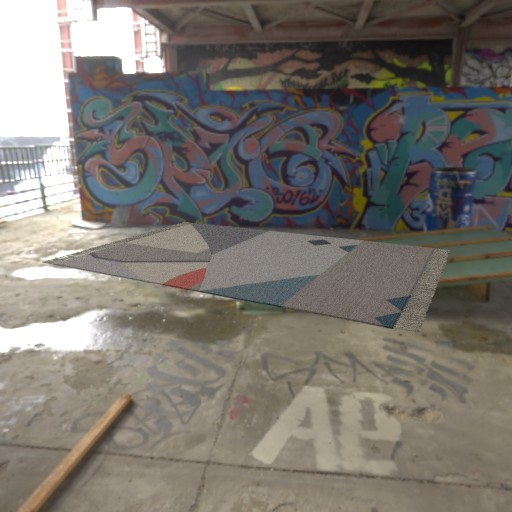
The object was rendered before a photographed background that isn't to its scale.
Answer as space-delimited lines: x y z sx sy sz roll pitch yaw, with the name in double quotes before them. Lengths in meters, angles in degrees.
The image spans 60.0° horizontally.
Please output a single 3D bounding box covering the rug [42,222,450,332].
"rug" 0.000 0.000 2.363 1.828 0.005 1.220 8 17 26
